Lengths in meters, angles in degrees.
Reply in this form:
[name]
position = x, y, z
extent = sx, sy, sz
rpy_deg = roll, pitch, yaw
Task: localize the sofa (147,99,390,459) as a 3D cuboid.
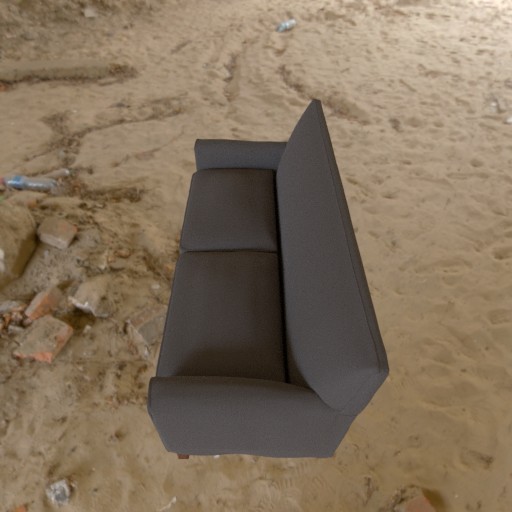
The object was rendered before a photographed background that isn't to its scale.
[sofa]
position = 0.000, 0.000, 2.411
extent = 0.843, 0.907, 2.002
rpy_deg = 0, 43, 0
